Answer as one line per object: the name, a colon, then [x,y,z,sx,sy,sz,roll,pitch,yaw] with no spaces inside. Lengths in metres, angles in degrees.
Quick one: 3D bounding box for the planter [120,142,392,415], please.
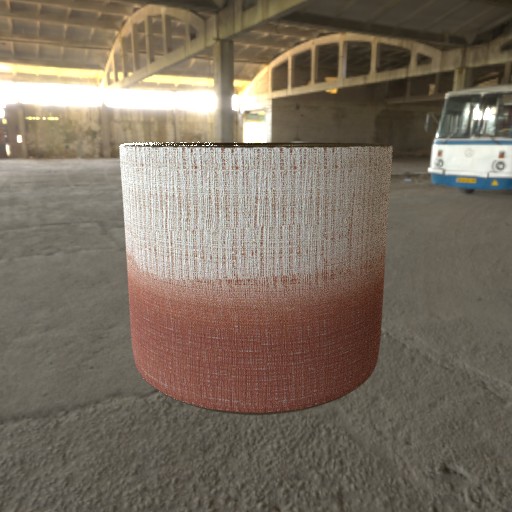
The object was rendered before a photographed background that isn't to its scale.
planter: [0.000,0.000,0.449,0.254,0.221,0.254,0,15,0]
